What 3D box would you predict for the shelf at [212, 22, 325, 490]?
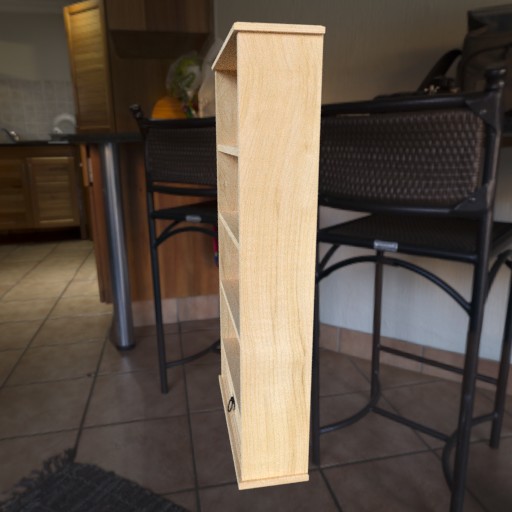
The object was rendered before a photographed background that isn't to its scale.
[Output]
[{"bbox_3d":[0.000,0.000,1.202,0.175,1.030,0.520,-3,15,-10],"label":"shelf"}]
